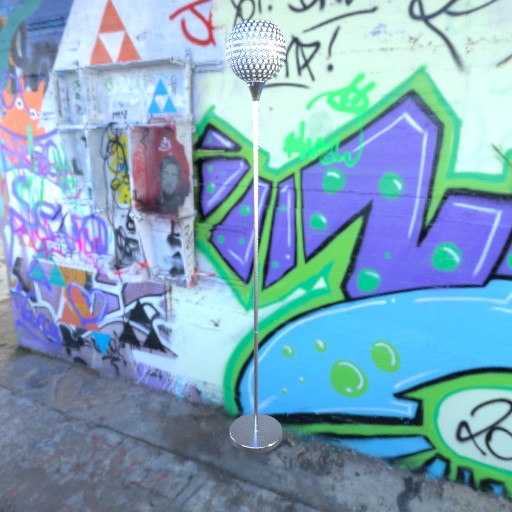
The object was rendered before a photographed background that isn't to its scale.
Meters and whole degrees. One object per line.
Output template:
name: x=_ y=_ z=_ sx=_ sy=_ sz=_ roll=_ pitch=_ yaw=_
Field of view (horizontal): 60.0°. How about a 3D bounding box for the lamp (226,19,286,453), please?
lamp: x=0.000 y=0.000 z=1.901 sx=0.254 sy=1.805 sz=0.254 roll=0 pitch=16 yaw=0
